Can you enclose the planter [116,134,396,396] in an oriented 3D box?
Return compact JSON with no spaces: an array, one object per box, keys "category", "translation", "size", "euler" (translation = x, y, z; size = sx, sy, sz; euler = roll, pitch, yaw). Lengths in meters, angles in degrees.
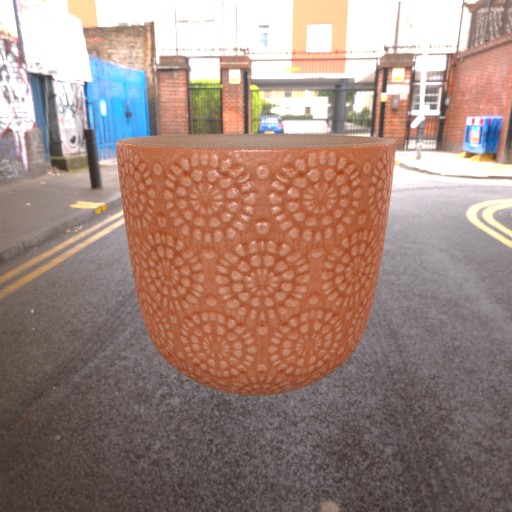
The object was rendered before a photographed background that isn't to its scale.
[{"category":"planter","translation":[0.000,0.000,0.370],"size":[0.208,0.190,0.208],"euler":[0,17,0]}]
